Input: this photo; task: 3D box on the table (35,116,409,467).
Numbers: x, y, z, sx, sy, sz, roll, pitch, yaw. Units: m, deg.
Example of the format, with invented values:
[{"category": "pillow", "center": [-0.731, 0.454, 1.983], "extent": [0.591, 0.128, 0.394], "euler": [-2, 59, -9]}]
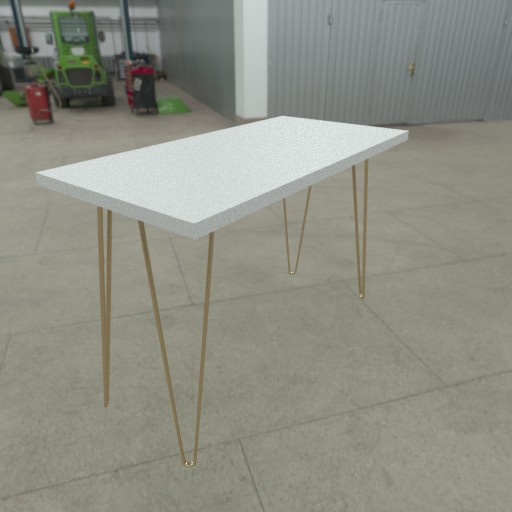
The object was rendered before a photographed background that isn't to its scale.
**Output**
[{"category": "table", "center": [0.000, 0.000, 1.361], "extent": [0.498, 0.660, 0.991], "euler": [19, 32, 33]}]
